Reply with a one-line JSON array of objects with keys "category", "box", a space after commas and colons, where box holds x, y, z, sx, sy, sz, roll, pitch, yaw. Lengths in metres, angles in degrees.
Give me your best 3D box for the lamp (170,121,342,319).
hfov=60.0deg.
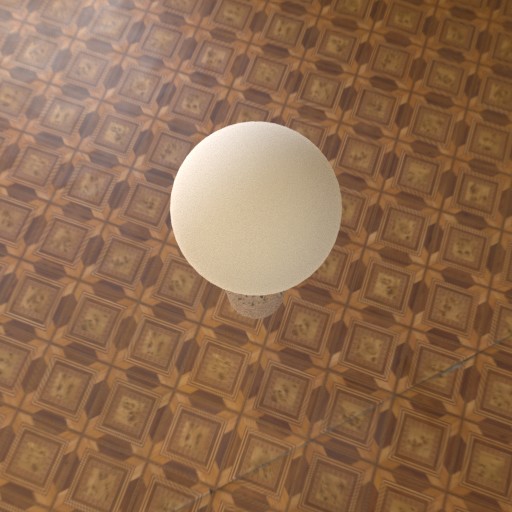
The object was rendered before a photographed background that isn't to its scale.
[{"category": "lamp", "box": [0.000, 0.000, 0.559, 0.153, 0.480, 0.153, 0, 75, 0]}]
